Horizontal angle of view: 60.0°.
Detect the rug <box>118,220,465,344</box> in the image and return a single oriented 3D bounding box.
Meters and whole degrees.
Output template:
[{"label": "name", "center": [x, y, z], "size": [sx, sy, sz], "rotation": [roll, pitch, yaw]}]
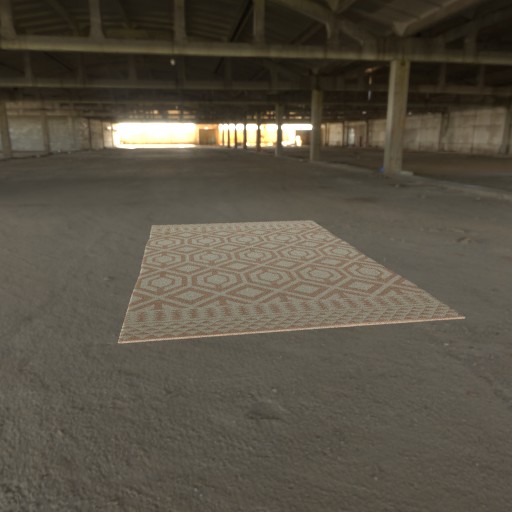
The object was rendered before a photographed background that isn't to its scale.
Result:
[{"label": "rug", "center": [0.000, 0.000, 3.039], "size": [1.526, 0.011, 2.435], "rotation": [-3, 15, -9]}]
